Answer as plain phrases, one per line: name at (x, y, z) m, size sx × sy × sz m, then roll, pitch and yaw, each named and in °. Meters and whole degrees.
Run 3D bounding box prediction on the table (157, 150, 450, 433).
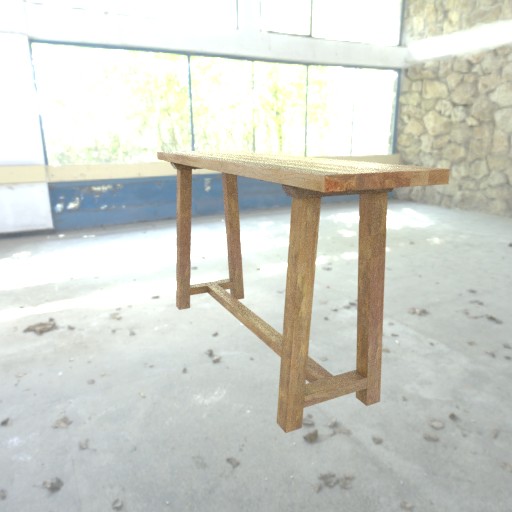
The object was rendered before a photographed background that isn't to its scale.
table at (0.000, 0.000, 1.866) m, size 0.405 × 0.810 × 1.524 m, roll -8°, pitch 17°, yaw -25°
